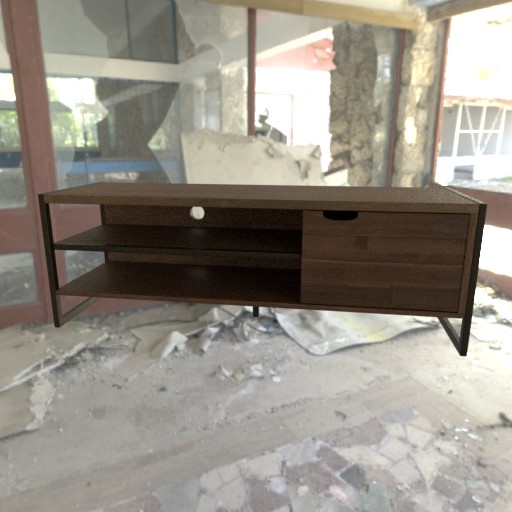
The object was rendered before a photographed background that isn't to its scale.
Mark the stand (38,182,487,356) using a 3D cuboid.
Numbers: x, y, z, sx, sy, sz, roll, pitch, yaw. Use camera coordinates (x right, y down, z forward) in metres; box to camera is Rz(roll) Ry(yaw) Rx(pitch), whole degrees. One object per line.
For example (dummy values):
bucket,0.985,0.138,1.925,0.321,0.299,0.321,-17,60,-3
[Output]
stand,0.000,0.000,1.722,1.480,0.506,0.454,2,15,9
